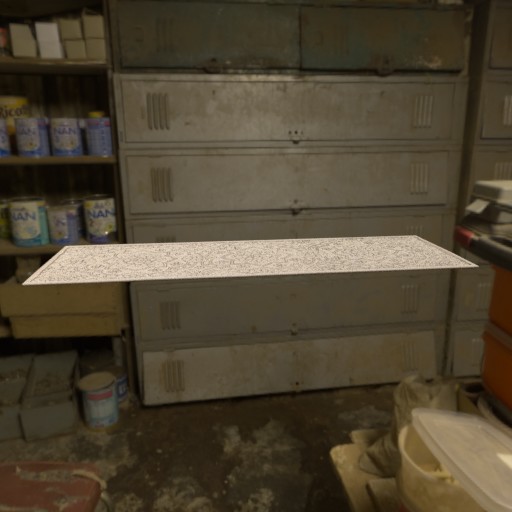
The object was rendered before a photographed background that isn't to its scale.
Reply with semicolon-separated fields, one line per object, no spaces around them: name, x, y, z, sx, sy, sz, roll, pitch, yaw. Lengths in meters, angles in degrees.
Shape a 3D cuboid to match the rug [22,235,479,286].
rug;0.000;0.000;2.710;2.448;0.012;0.769;-2;16;-7
